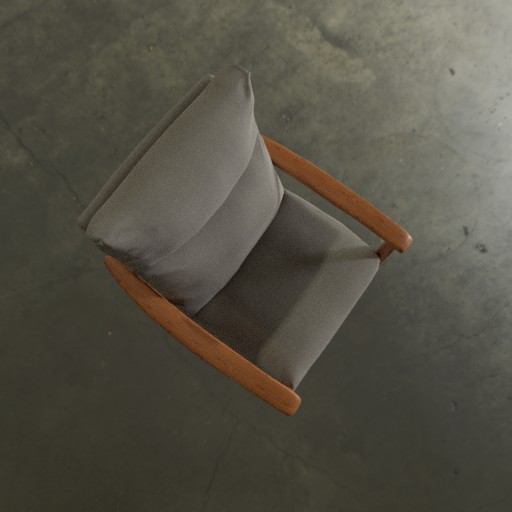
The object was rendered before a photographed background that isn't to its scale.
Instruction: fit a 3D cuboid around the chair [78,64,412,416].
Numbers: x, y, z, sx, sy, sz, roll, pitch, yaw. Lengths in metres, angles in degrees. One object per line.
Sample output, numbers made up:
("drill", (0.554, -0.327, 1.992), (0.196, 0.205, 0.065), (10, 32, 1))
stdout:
("chair", (0.000, 0.000, 1.560), (0.816, 0.922, 0.782), (36, 79, 8))
